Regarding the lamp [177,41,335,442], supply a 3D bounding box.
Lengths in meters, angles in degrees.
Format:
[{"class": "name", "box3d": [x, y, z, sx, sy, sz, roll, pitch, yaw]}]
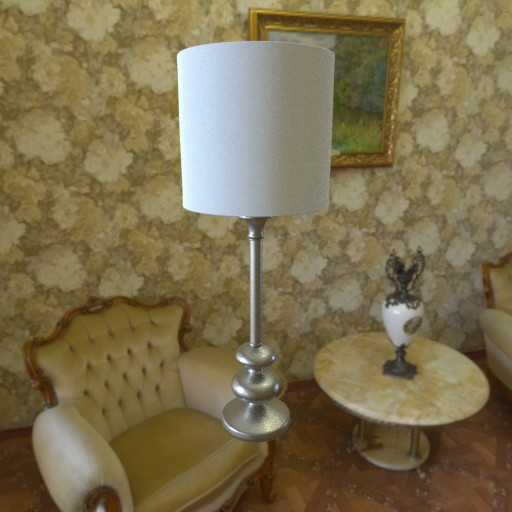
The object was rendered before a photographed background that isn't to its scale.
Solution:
[{"class": "lamp", "box3d": [0.000, 0.000, 0.805, 0.254, 0.690, 0.254, 8, 17, 27]}]
